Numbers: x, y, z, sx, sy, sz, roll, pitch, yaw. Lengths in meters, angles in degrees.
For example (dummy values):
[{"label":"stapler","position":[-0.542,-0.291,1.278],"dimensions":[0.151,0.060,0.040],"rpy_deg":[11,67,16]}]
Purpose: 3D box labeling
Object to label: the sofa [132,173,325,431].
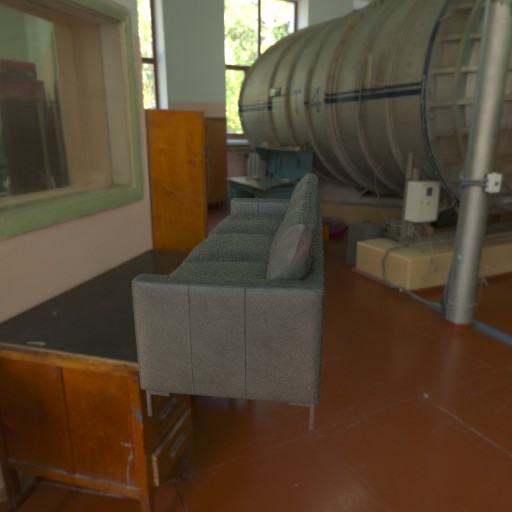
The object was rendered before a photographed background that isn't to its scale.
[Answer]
[{"label":"sofa","position":[0.000,0.000,2.557],"dimensions":[0.748,0.805,2.029],"rpy_deg":[2,16,7]}]
